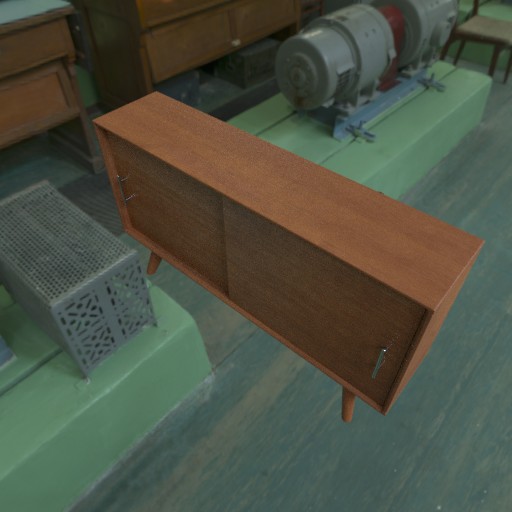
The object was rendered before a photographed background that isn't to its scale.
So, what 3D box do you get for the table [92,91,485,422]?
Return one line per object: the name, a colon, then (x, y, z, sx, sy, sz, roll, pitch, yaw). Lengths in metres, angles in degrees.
table: (0.000, 0.000, 1.528, 1.220, 0.698, 0.308, 32, 54, 27)
